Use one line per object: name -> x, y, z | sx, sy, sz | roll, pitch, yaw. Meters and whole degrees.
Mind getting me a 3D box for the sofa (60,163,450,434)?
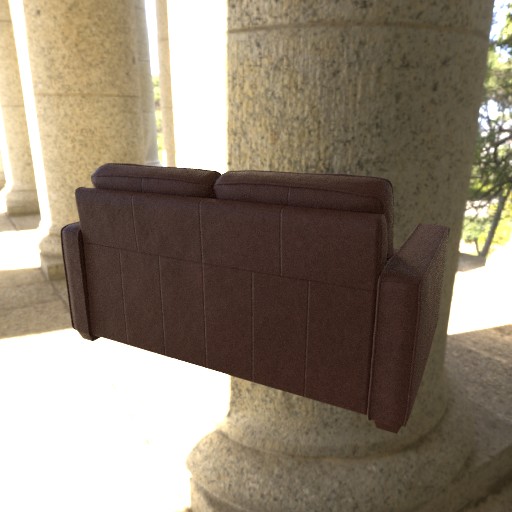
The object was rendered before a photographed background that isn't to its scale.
sofa -> 0.000, 0.000, 2.216 | 1.709, 0.918, 0.947 | 9, 19, 26
